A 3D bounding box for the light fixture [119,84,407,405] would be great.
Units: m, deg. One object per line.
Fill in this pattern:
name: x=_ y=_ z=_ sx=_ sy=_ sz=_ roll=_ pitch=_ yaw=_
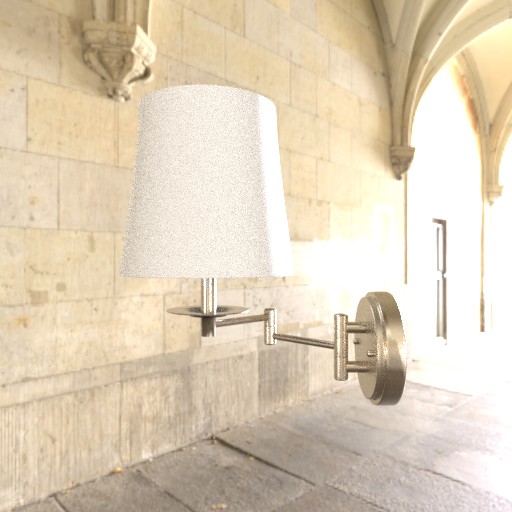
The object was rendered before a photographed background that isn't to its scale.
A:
light fixture: x=0.000 y=0.000 z=0.579 sx=0.348 sy=0.381 sz=0.223 roll=0 pitch=0 yaw=1
